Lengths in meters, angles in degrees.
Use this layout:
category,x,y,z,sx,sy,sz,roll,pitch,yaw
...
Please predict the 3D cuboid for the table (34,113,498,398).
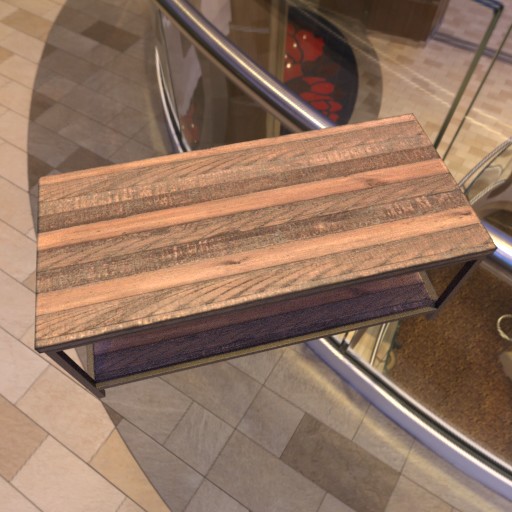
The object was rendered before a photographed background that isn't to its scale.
category,x,y,z,sx,sy,sz,roll,pitch,yaw
table,0.000,0.000,1.202,0.990,0.399,0.452,-12,59,-7
